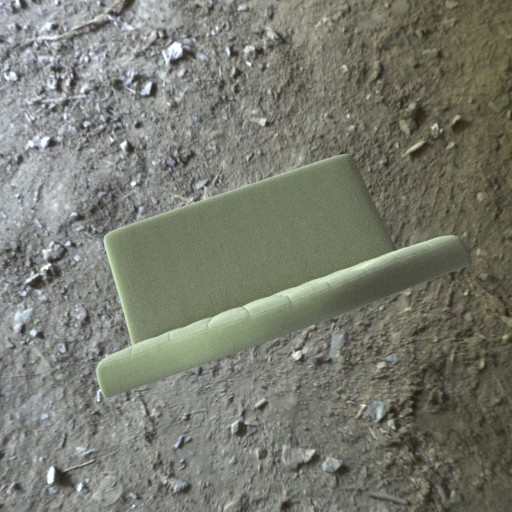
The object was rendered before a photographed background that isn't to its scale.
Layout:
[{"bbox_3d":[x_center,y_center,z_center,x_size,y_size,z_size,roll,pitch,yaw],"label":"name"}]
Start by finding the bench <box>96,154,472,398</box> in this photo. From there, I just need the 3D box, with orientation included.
[{"bbox_3d":[0.000,0.000,1.992,1.335,1.180,0.815,-19,76,-5],"label":"bench"}]
